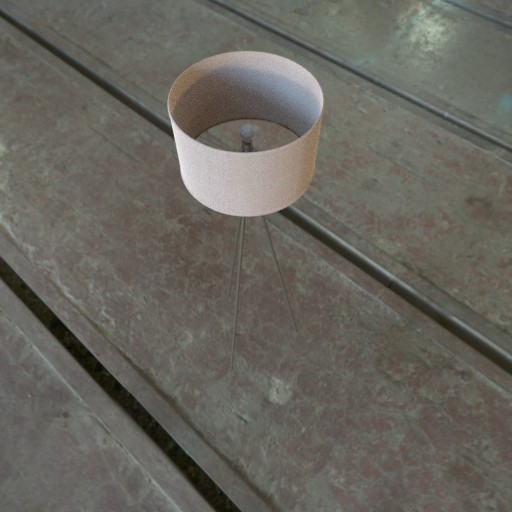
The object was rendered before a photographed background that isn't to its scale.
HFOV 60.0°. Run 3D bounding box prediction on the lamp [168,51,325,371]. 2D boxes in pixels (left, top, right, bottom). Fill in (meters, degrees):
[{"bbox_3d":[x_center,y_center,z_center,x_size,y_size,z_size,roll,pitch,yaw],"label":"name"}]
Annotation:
[{"bbox_3d":[0.000,0.000,1.805,0.460,1.545,0.449,-3,58,-2],"label":"lamp"}]
